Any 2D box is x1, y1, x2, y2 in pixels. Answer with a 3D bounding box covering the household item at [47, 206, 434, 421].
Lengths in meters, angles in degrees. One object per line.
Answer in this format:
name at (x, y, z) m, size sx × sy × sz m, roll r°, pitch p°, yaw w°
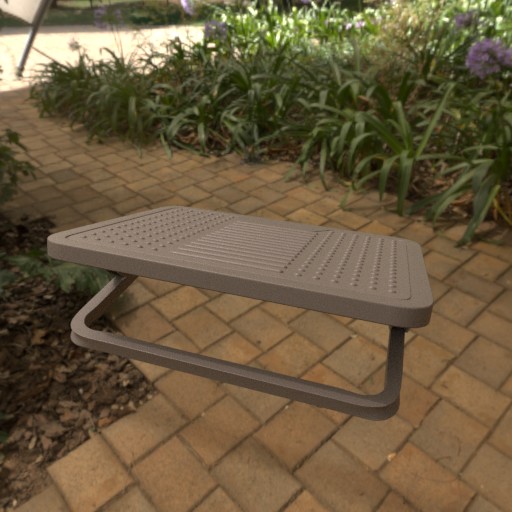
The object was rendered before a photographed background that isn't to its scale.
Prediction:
household item at (0.000, 0.000, 0.544) m, size 0.390 × 0.126 × 0.301 m, roll 10°, pitch 33°, yaw 15°
